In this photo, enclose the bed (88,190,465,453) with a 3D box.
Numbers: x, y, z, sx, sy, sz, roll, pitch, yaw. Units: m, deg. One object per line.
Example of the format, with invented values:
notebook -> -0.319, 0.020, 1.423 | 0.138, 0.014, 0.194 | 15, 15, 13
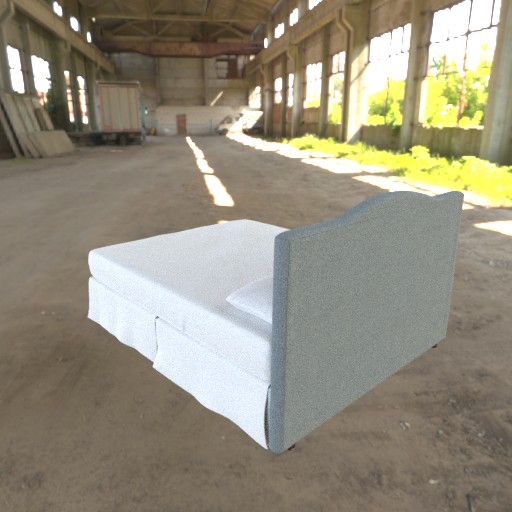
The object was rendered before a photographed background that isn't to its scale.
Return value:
bed -> 0.000, 0.000, 3.974 | 2.161, 1.457, 2.689 | -15, 23, -40
